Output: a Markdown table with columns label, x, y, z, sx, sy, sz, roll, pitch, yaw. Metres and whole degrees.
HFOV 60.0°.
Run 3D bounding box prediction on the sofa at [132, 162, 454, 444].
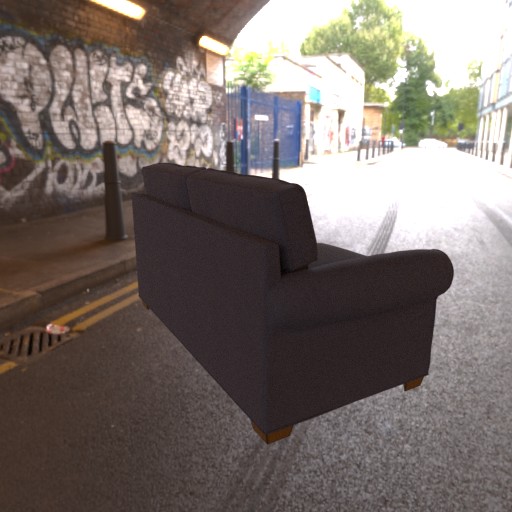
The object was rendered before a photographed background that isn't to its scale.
| label | x | y | z | sx | sy | sz | roll | pitch | yaw |
| --- | --- | --- | --- | --- | --- | --- | --- | --- | --- |
| sofa | 0.000 | 0.000 | 2.580 | 0.951 | 1.031 | 2.009 | -8 | 17 | -29 |
